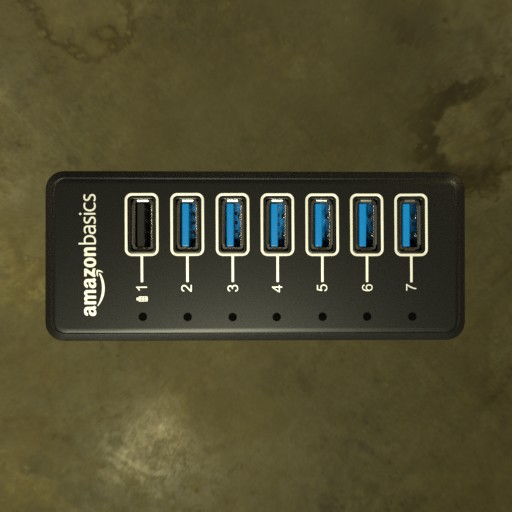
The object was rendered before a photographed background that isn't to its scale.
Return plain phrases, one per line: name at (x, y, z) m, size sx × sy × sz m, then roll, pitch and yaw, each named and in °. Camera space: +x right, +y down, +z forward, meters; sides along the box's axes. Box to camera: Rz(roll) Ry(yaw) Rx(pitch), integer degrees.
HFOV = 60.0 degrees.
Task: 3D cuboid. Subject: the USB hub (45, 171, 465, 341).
USB hub at (0.000, 0.000, 0.126) m, size 0.110 × 0.023 × 0.044 m, roll 0°, pitch 90°, yaw -1°
